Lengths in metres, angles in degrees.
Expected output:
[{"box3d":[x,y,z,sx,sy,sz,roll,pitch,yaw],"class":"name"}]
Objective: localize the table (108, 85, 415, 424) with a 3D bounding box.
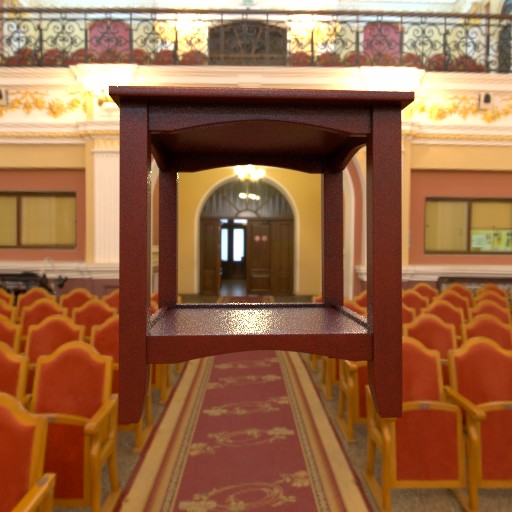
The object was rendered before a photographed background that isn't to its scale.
[{"box3d":[0.000,0.000,0.977,0.523,0.558,0.522,0,1,-1],"class":"table"}]
